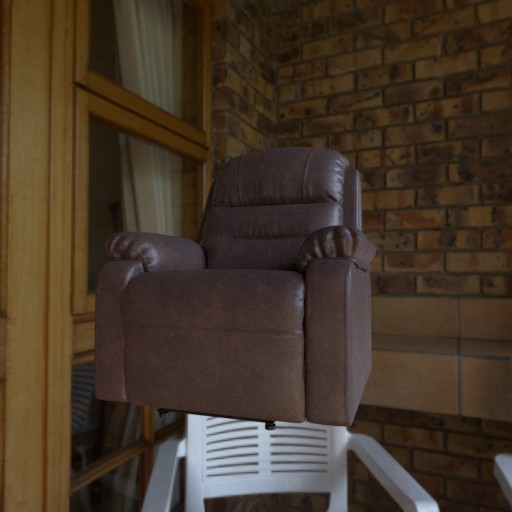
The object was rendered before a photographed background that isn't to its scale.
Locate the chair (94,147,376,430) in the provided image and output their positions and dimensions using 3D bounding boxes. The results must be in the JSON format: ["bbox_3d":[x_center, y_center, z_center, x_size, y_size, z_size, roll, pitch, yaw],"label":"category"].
[{"bbox_3d":[0.000,0.000,1.658,0.855,0.992,0.919,-1,-2,19],"label":"chair"}]
